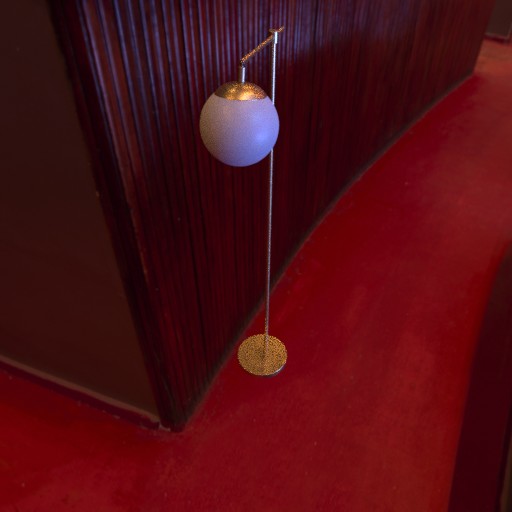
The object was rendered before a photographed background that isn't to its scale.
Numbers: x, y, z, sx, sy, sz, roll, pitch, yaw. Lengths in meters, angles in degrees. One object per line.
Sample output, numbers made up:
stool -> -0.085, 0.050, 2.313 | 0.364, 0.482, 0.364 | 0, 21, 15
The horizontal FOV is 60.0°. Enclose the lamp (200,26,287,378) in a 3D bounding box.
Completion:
lamp -> 0.000, 0.000, 1.684 | 0.249, 1.505, 0.476 | 14, 43, 15
